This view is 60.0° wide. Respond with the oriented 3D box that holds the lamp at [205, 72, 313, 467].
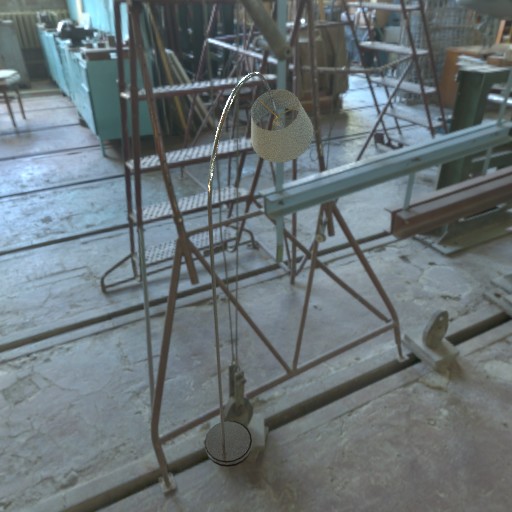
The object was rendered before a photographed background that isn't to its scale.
[{"bbox_3d":[0.000,0.000,2.681,0.406,2.098,1.445,9,33,14],"label":"lamp"}]
